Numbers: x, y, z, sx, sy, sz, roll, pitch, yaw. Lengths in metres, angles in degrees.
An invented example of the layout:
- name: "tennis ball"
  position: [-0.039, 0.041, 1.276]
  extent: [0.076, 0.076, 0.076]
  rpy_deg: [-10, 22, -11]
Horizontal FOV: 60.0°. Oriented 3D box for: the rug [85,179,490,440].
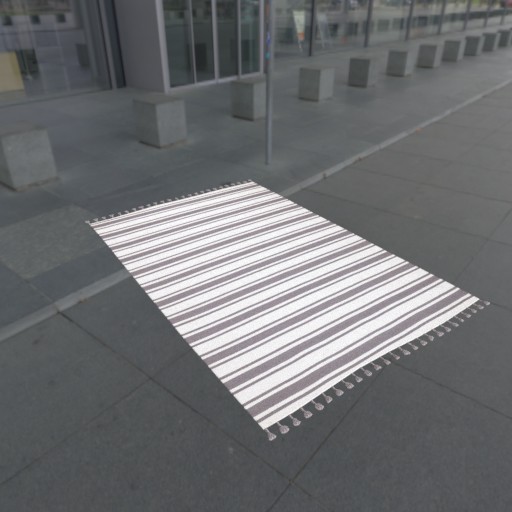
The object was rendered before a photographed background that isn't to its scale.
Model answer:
- name: "rug"
  position: [0.000, 0.000, 2.974]
  extent: [1.563, 0.014, 2.425]
  rpy_deg: [-20, 36, -30]
